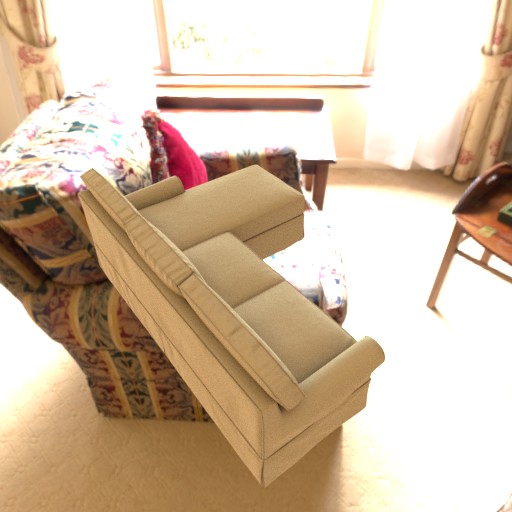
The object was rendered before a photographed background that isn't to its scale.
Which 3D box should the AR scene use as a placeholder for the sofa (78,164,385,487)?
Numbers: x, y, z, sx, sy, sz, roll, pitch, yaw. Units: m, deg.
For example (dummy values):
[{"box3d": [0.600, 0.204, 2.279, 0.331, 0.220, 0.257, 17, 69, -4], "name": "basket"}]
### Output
[{"box3d": [0.000, 0.000, 3.339, 1.733, 0.978, 2.475, -26, 47, -27], "name": "sofa"}]
